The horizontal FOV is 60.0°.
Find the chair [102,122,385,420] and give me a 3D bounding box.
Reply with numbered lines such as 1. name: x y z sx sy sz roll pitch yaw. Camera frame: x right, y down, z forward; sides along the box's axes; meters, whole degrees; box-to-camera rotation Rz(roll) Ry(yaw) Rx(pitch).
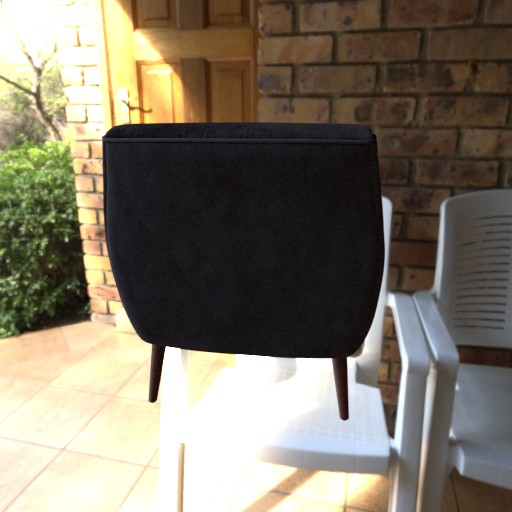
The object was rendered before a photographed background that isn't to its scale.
1. chair: 0.000 0.000 1.445 0.762 0.838 0.787 2 17 8
